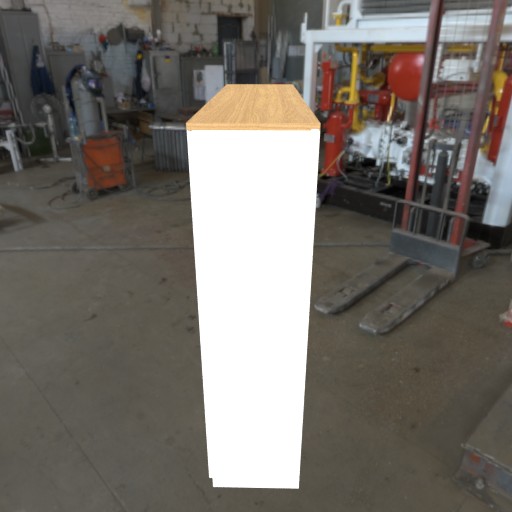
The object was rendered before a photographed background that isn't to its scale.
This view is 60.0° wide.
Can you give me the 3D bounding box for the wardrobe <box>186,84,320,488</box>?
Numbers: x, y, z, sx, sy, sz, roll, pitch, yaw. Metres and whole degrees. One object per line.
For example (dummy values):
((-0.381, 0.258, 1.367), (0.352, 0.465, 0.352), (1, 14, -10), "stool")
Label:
((0.000, 0.000, 3.334), (0.590, 2.260, 2.160), (1, 25, 1), "wardrobe")
